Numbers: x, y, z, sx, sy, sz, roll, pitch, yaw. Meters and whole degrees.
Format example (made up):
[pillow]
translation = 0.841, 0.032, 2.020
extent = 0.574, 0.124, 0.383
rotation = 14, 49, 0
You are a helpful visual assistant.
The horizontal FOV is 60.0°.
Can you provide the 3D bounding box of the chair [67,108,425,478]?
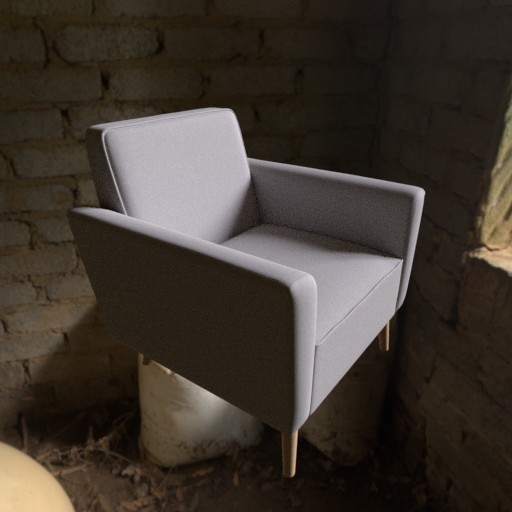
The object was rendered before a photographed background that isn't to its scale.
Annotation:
[chair]
translation = 0.000, 0.000, 1.357
extent = 0.750, 0.780, 0.780
rotation = 18, 31, 32
